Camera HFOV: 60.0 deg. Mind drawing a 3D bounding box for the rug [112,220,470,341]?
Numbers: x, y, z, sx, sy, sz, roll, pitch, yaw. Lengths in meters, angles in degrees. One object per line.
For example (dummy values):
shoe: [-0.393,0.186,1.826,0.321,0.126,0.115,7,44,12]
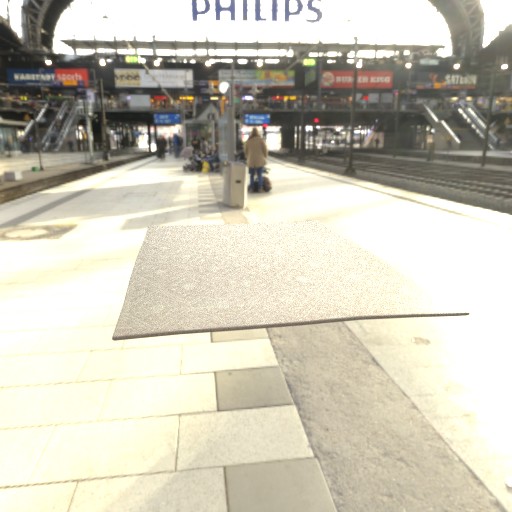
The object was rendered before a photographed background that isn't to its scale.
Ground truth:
rug: [0.000,0.000,2.361,1.252,0.034,1.829,-2,15,-9]
